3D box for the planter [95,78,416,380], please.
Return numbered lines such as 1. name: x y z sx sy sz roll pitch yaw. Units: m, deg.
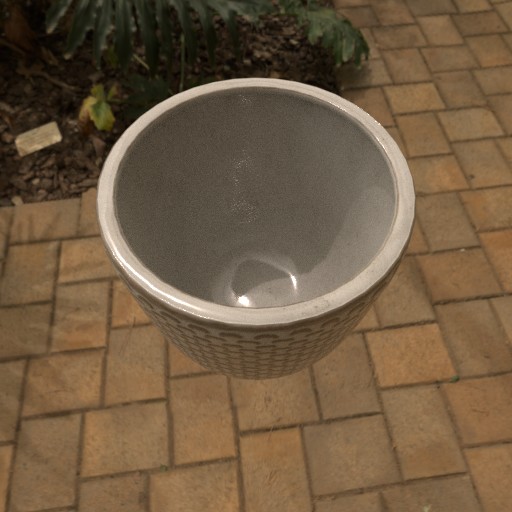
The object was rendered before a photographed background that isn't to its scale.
1. planter: 0.000 0.000 0.305 0.173 0.160 0.173 0 59 0
